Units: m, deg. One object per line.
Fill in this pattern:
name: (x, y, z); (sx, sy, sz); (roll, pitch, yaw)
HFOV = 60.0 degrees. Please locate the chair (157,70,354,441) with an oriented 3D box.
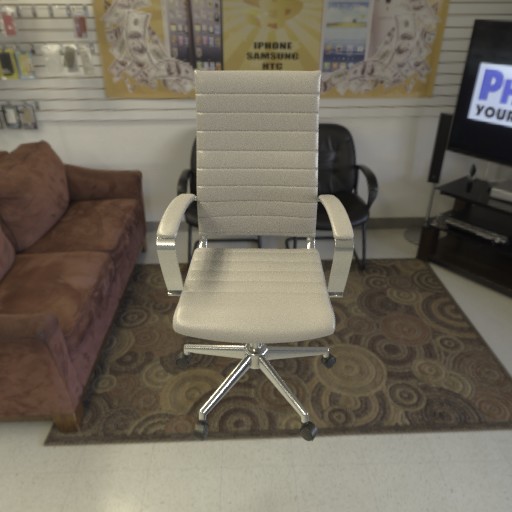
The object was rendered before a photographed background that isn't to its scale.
chair: (0.000, 0.000, 1.565); (0.679, 1.149, 0.667); (1, 29, 1)
